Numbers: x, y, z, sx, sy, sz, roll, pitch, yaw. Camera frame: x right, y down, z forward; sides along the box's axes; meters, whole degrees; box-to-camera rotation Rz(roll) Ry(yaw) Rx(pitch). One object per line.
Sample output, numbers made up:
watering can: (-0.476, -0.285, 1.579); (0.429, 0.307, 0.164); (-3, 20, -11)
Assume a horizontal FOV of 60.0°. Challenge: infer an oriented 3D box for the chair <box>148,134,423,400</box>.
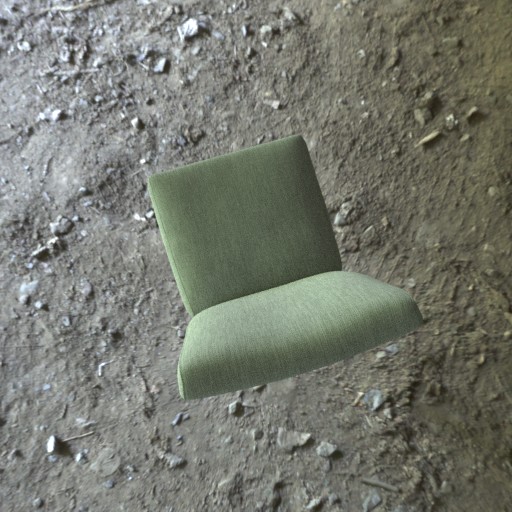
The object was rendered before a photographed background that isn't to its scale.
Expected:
chair: (0.000, 0.000, 1.235); (0.487, 0.884, 0.629); (-16, 78, -4)
